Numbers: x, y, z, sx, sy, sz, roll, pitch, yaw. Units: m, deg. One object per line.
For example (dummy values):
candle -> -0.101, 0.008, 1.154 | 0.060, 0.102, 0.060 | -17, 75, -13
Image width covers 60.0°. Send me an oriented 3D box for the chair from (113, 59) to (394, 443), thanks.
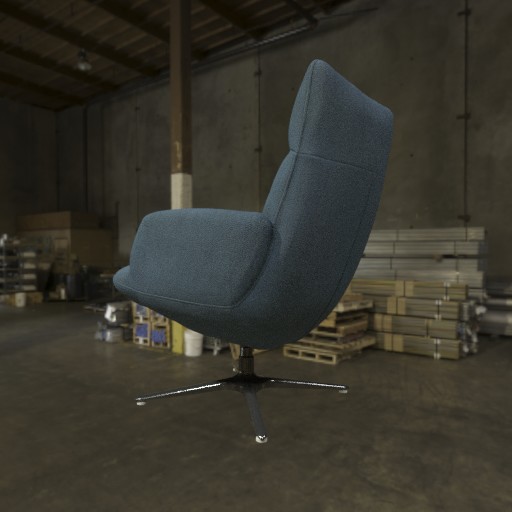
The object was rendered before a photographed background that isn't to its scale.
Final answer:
chair -> 0.000, 0.000, 1.560 | 0.889, 1.016, 0.711 | 0, 1, 36
